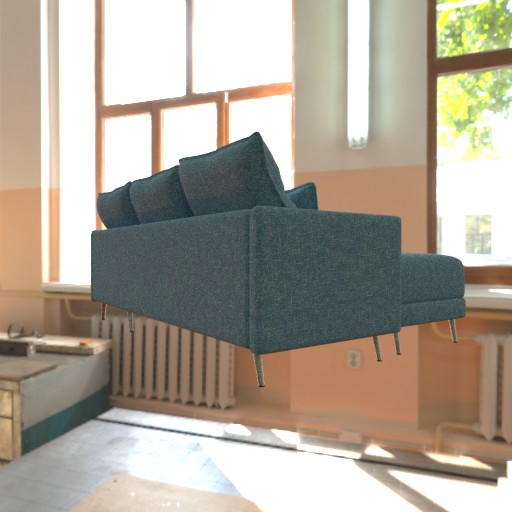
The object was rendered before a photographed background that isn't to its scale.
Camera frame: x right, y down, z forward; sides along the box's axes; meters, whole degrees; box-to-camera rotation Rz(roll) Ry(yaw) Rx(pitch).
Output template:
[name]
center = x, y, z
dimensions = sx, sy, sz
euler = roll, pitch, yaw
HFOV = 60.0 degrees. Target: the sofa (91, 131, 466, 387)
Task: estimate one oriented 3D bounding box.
[sofa]
center = 0.000, 0.000, 2.693
dimensions = 1.420, 0.899, 2.034
euler = 0, 1, -35
